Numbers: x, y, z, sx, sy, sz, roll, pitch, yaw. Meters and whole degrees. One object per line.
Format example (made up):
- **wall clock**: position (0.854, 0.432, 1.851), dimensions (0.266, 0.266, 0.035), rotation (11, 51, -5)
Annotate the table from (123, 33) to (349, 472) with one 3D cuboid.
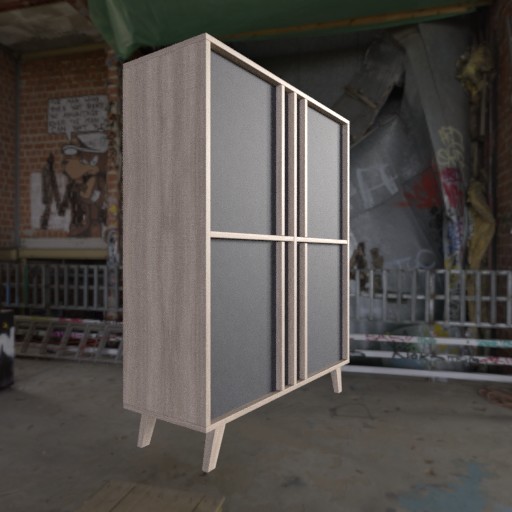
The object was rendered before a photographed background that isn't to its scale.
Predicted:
- **table**: position (0.000, 0.000, 1.944), dimensions (0.398, 1.388, 1.111), rotation (0, 0, 35)
